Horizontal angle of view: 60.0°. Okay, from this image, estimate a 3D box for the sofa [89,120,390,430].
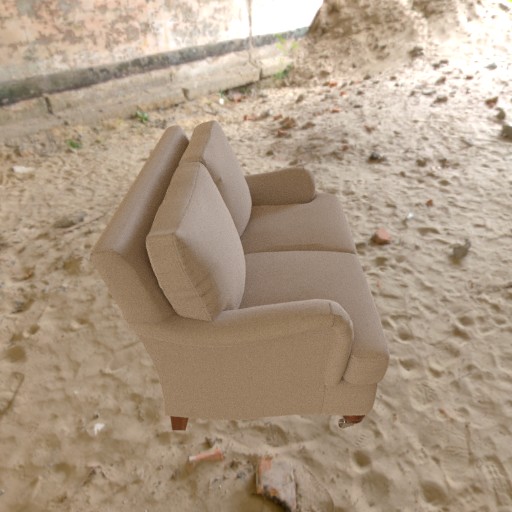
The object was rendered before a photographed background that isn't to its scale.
[{"bbox_3d":[0.000,0.000,2.289,1.087,1.048,1.508,0,33,1],"label":"sofa"}]
